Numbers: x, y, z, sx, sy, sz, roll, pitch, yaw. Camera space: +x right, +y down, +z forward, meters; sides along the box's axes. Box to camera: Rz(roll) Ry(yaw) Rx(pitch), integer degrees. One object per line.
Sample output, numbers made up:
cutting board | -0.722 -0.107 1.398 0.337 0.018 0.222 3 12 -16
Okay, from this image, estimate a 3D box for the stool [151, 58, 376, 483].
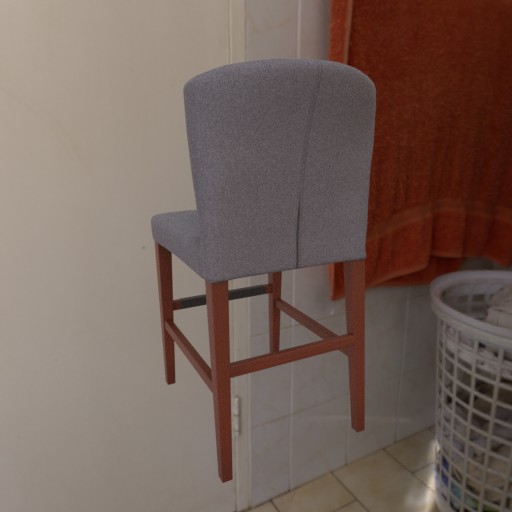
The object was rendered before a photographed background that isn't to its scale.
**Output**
stool | 0.000 0.000 1.265 0.481 0.968 0.568 -8 17 -26
